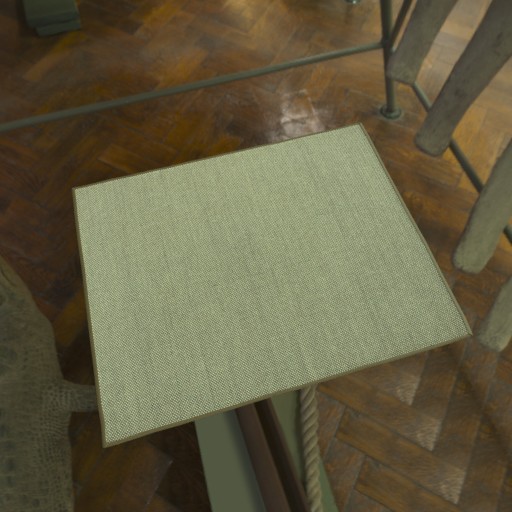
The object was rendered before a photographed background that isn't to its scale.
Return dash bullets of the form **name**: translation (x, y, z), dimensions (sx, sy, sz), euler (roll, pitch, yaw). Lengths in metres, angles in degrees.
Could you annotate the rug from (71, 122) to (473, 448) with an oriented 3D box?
- **rug**: translation (0.000, 0.000, 3.955), dimensions (3.041, 0.020, 2.413), euler (-15, 64, -7)
